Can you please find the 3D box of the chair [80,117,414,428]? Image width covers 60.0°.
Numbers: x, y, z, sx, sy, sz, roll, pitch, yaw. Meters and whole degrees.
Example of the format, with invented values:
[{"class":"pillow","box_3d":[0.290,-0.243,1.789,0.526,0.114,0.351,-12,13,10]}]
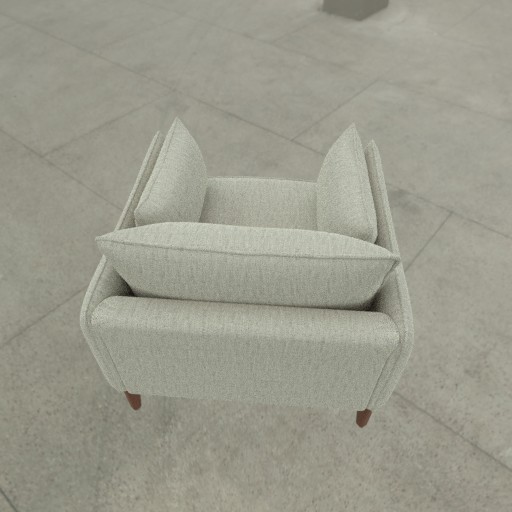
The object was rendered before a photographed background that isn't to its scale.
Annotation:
[{"class":"chair","box_3d":[0.000,0.000,1.688,0.994,0.855,0.991,3,47,3]}]
